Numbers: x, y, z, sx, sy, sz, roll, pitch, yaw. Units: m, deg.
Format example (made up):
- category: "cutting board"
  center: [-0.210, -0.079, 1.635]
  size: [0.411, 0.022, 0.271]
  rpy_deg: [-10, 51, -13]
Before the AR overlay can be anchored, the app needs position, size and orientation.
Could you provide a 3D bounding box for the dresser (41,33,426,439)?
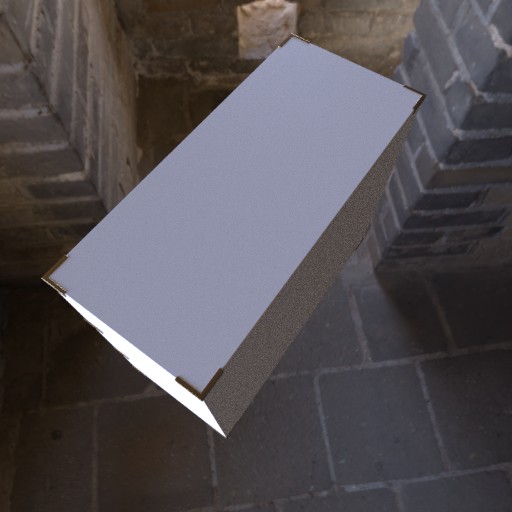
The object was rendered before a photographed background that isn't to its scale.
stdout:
- category: "dresser"
  center: [0.000, 0.000, 1.520]
  size: [0.460, 0.891, 1.022]
  rpy_deg: [32, 67, 15]
